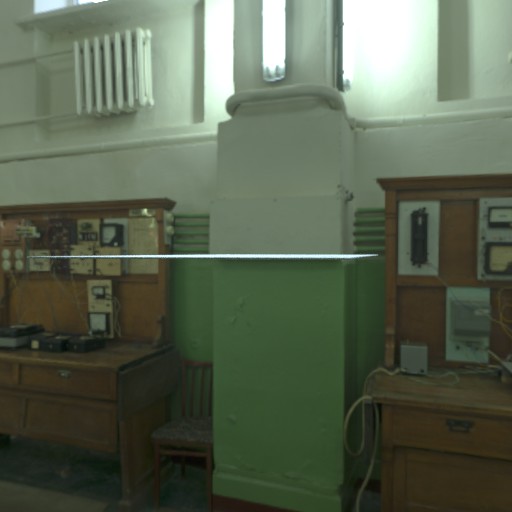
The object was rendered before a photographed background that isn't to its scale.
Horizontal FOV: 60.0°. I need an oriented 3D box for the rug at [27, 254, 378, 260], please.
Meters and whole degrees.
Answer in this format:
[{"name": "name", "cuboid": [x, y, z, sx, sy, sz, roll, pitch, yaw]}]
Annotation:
[{"name": "rug", "cuboid": [0.000, 0.000, 3.037, 1.512, 0.009, 2.457, 0, 0, 18]}]
